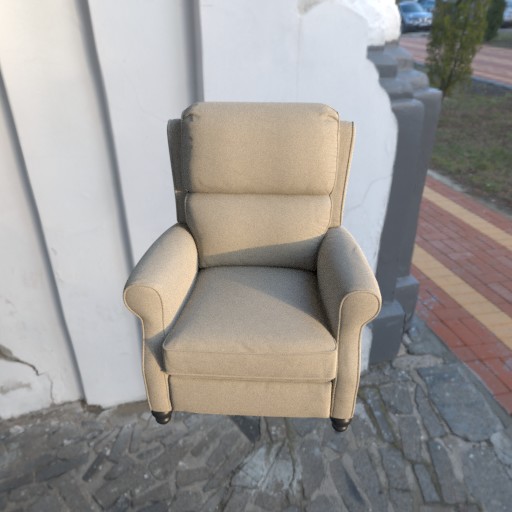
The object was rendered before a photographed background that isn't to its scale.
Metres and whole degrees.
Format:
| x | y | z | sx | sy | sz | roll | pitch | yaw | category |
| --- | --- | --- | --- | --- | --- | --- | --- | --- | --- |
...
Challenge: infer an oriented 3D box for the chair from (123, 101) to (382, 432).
| x | y | z | sx | sy | sz | roll | pitch | yaw | category |
| --- | --- | --- | --- | --- | --- | --- | --- | --- | --- |
| 0.000 | 0.000 | 1.778 | 0.859 | 1.046 | 0.919 | 1 | 30 | 3 | chair |
